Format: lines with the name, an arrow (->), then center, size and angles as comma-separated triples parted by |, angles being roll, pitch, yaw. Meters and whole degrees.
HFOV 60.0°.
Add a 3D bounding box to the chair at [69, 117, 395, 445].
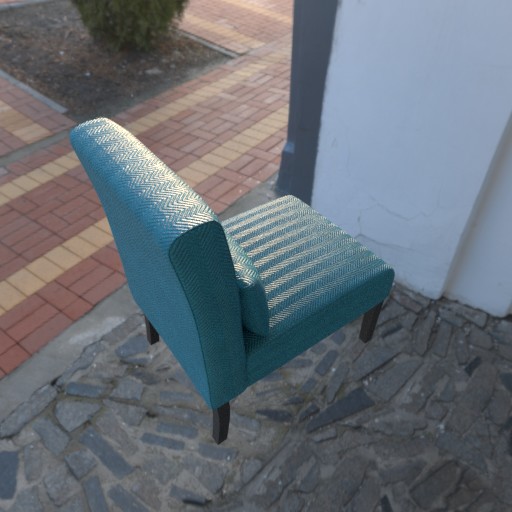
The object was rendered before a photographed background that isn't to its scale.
chair -> 0.000, 0.000, 1.449 | 0.808, 0.927, 0.579 | -26, 49, -26
